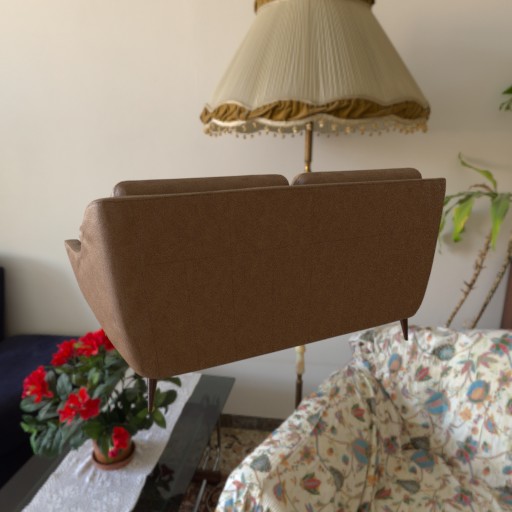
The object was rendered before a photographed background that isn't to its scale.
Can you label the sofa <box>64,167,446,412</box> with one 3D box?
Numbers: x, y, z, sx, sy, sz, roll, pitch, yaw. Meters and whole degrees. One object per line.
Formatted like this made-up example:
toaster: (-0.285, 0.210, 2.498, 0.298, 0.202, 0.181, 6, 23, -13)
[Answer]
sofa: (0.000, 0.000, 2.267, 1.731, 0.886, 0.981, -8, 17, -26)
